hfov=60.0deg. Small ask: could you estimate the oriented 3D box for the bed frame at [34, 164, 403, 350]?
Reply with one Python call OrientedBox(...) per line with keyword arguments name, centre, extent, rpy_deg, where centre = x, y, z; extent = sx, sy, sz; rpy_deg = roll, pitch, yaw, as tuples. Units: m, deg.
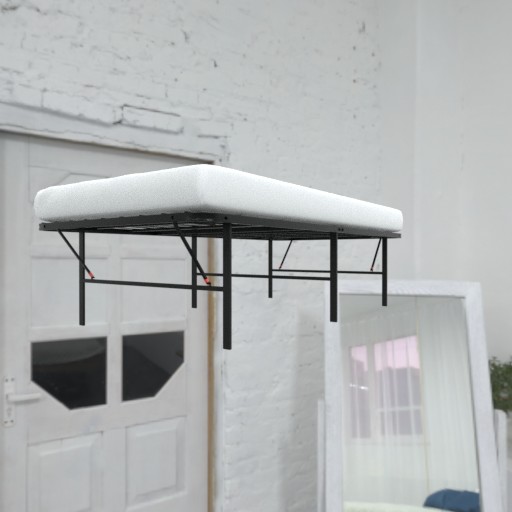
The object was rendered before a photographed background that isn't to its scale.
OrientedBox(name="bed frame", centre=(0.000, 0.000, 2.355), extent=(0.989, 0.619, 1.903), rpy_deg=(0, 0, 36))
